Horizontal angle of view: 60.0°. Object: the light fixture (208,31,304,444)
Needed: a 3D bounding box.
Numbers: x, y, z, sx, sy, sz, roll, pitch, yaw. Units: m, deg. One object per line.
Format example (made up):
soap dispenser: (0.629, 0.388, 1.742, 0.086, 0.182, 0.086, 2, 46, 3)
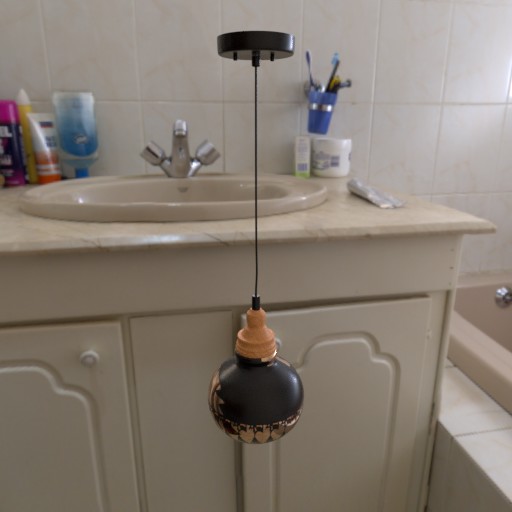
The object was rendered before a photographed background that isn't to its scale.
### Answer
light fixture: (0.000, 0.000, 1.798, 0.430, 1.606, 0.430, -2, 17, -8)
